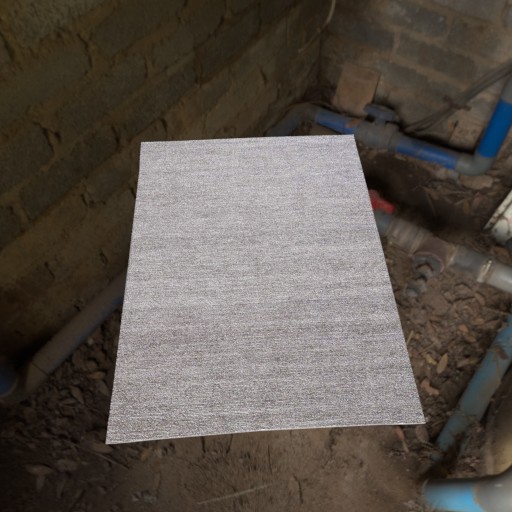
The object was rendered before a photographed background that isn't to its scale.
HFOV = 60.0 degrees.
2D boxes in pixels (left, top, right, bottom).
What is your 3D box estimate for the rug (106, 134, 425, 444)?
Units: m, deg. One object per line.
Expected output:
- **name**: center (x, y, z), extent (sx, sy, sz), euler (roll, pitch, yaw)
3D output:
- **rug**: center (0.000, 0.000, 4.204), extent (2.434, 0.045, 3.202), euler (-3, 58, -2)
